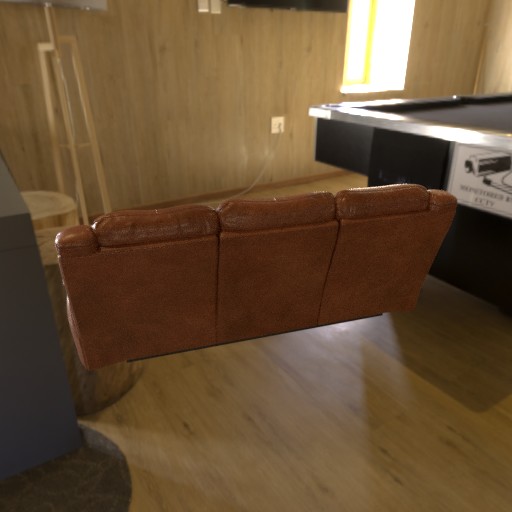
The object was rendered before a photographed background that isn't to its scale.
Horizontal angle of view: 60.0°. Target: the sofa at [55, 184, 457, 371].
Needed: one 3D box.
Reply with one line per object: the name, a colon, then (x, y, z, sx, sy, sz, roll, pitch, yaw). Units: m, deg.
sofa: (0.000, 0.000, 2.902, 2.337, 1.043, 0.991, -8, 26, -16)
